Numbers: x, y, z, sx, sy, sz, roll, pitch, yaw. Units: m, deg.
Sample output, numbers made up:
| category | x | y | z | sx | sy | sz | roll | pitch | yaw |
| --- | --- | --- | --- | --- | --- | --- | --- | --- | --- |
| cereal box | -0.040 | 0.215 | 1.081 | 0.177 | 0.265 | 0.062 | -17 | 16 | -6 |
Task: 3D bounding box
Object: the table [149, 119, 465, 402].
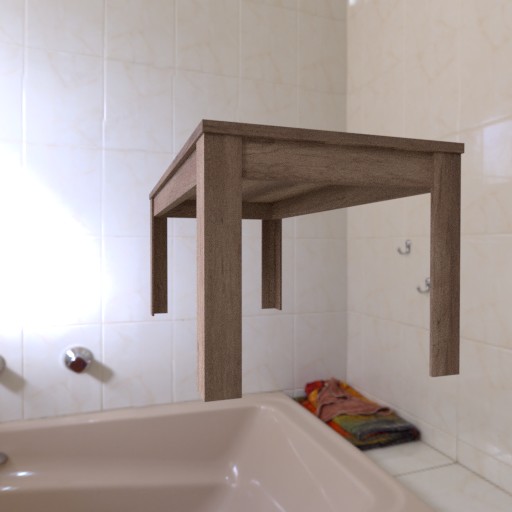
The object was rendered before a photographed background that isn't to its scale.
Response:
| category | x | y | z | sx | sy | sz | roll | pitch | yaw |
| --- | --- | --- | --- | --- | --- | --- | --- | --- | --- |
| table | 0.000 | 0.000 | 2.225 | 0.900 | 0.790 | 1.800 | 0 | 1 | -18 |
